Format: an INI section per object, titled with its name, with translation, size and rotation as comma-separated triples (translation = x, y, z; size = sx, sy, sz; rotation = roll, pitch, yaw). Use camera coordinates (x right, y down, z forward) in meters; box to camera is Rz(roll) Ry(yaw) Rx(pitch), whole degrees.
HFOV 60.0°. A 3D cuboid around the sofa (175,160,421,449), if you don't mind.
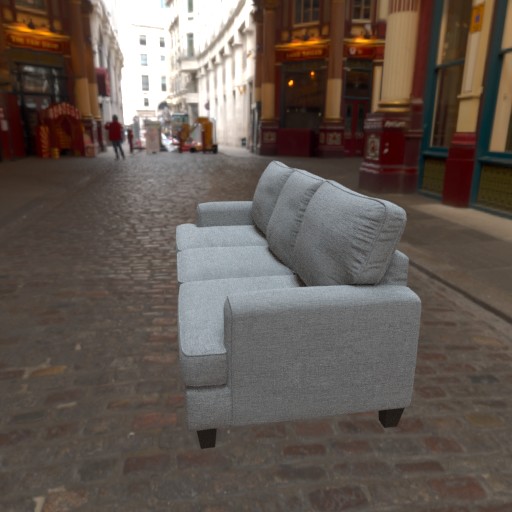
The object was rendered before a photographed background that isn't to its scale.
[sofa]
translation = 0.000, 0.000, 2.647
size = 0.951, 0.965, 2.158
rotation = -3, 17, -10
